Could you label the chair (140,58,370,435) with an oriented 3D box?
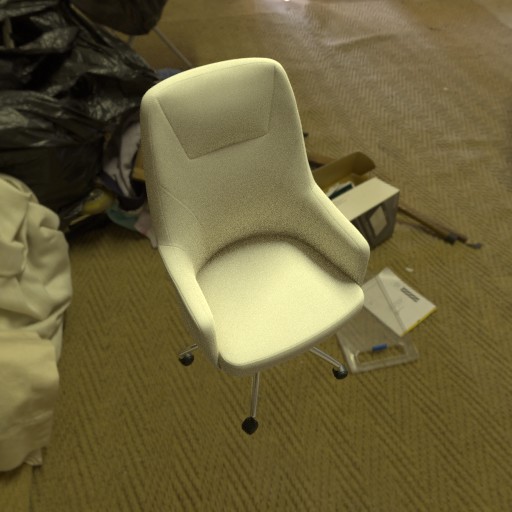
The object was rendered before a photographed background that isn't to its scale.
[{"bbox_3d":[0.000,0.000,1.443,0.620,1.049,0.640,-24,52,-21],"label":"chair"}]
